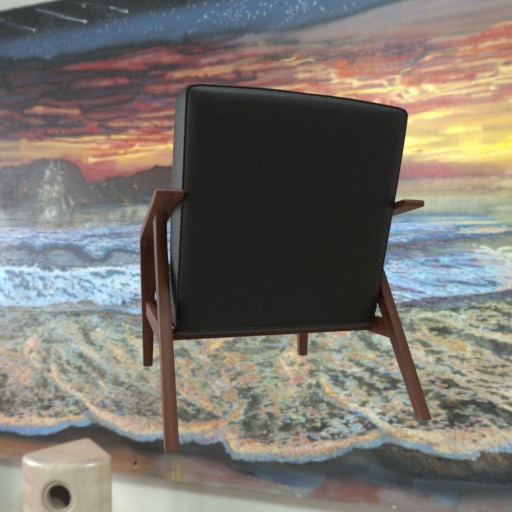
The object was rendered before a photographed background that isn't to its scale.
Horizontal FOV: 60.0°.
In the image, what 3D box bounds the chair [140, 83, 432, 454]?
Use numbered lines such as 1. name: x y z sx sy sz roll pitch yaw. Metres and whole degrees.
1. chair: 0.000 0.000 1.480 0.719 0.861 0.889 0 0 -17
